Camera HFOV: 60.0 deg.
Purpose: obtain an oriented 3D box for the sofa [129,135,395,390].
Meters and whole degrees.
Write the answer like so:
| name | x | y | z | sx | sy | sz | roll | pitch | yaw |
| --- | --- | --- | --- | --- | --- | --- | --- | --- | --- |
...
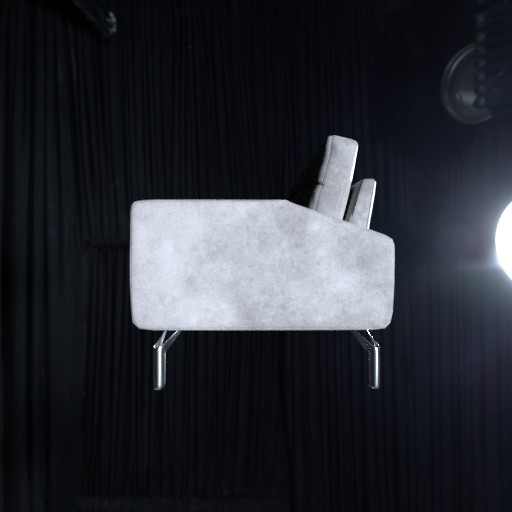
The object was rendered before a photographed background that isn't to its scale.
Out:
| name | x | y | z | sx | sy | sz | roll | pitch | yaw |
| --- | --- | --- | --- | --- | --- | --- | --- | --- | --- |
| sofa | 0.000 | 0.000 | 2.300 | 0.849 | 0.859 | 1.837 | 0 | 0 | -1 |
